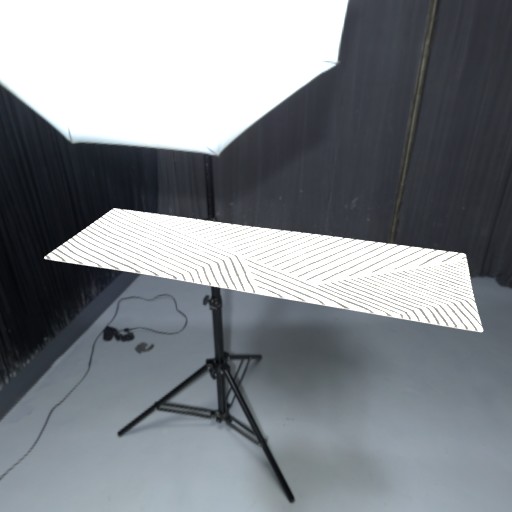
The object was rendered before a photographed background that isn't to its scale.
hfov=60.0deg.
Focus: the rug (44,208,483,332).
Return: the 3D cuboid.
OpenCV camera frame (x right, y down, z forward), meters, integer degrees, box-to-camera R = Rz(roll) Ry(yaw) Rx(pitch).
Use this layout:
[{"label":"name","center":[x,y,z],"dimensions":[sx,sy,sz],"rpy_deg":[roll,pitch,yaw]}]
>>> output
[{"label":"rug","center":[0.000,0.000,2.685],"dimensions":[2.439,0.020,0.773],"rpy_deg":[8,31,14]}]
